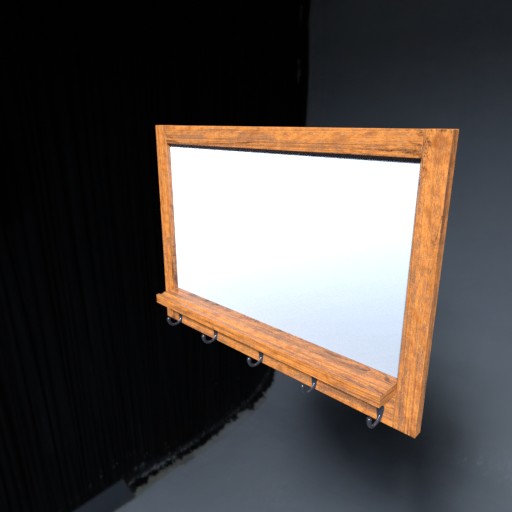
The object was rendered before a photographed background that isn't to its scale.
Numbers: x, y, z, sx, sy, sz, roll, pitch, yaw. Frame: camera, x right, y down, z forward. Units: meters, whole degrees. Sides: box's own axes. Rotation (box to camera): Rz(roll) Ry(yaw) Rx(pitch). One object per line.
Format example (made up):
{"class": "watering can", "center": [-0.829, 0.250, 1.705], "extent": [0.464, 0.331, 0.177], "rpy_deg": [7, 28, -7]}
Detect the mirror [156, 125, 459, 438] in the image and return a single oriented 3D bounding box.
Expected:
{"class": "mirror", "center": [0.000, 0.000, 0.959], "extent": [0.758, 0.537, 0.084], "rpy_deg": [16, 23, 42]}
